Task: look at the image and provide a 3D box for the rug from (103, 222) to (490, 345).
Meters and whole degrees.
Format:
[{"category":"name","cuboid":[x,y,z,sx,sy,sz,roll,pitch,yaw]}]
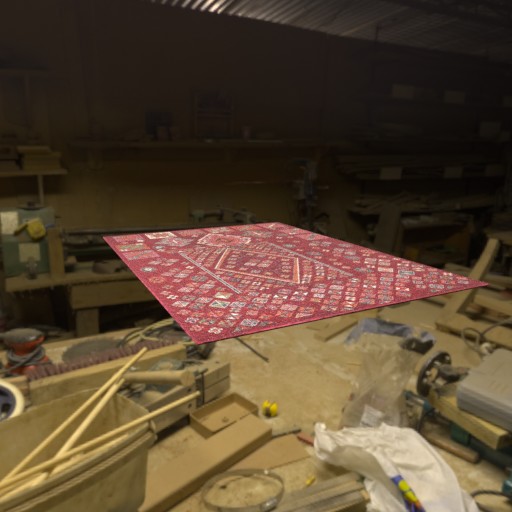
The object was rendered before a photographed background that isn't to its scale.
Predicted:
[{"category":"rug","cuboid":[0.000,0.000,2.867,1.579,0.007,2.184,-7,15,-26]}]
